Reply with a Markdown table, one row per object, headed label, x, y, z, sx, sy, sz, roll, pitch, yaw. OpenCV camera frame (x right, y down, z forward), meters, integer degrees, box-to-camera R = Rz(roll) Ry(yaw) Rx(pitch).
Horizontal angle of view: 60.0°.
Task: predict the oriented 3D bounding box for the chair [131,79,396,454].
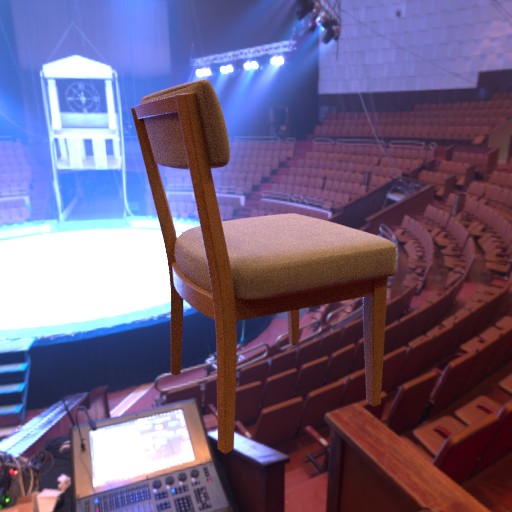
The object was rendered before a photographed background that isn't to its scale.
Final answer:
| label | x | y | z | sx | sy | sz | roll | pitch | yaw |
| --- | --- | --- | --- | --- | --- | --- | --- | --- | --- |
| chair | 0.000 | 0.000 | 1.213 | 0.572 | 0.832 | 0.508 | -7 | 16 | -26 |
